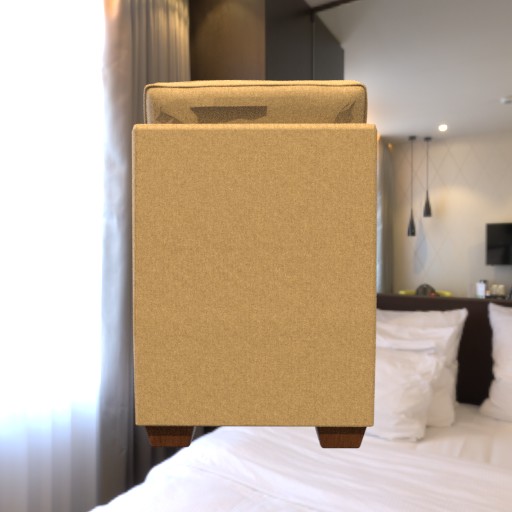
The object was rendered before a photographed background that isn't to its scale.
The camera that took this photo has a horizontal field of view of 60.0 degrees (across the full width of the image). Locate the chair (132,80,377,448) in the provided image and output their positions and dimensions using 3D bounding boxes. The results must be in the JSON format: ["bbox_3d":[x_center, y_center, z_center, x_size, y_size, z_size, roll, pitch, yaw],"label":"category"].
[{"bbox_3d":[0.000,0.000,1.690,0.674,1.058,1.020,0,1,0],"label":"chair"}]
